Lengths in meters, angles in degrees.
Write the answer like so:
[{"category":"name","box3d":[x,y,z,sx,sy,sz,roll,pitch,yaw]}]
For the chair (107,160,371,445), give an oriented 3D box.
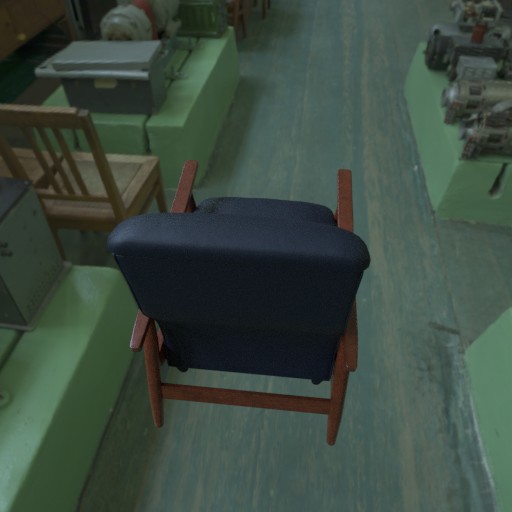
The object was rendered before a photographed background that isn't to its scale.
[{"category":"chair","box3d":[0.000,0.000,1.742,0.762,1.082,1.014,4,45,4]}]
